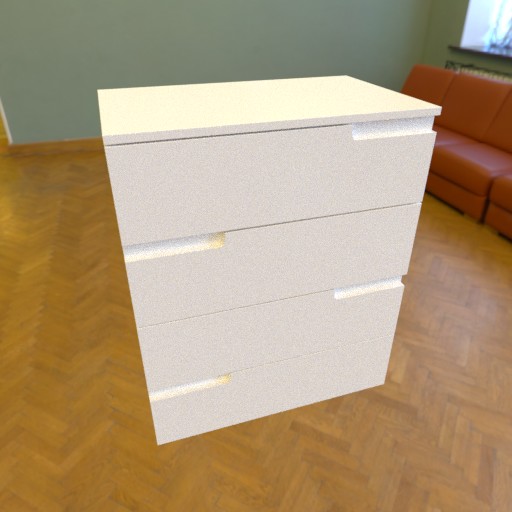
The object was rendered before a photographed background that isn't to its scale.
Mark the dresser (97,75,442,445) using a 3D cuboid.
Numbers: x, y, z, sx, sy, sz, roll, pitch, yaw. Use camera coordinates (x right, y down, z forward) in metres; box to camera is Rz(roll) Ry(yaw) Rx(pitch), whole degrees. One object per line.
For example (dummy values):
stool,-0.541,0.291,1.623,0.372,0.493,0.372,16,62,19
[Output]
dresser,0.000,0.000,1.166,0.650,0.800,0.400,-10,32,-15
